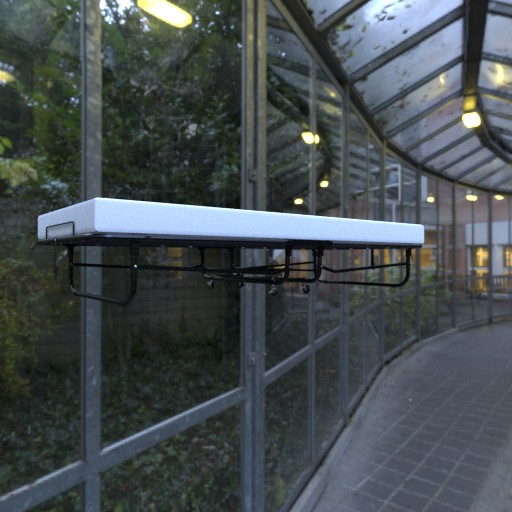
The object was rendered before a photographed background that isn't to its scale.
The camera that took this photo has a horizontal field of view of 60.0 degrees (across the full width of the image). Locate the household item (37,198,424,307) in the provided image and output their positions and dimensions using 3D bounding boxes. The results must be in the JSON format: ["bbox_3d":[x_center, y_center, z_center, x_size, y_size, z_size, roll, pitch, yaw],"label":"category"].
[{"bbox_3d":[0.000,0.000,2.228,1.905,0.356,0.787,0,0,-38],"label":"household item"}]
